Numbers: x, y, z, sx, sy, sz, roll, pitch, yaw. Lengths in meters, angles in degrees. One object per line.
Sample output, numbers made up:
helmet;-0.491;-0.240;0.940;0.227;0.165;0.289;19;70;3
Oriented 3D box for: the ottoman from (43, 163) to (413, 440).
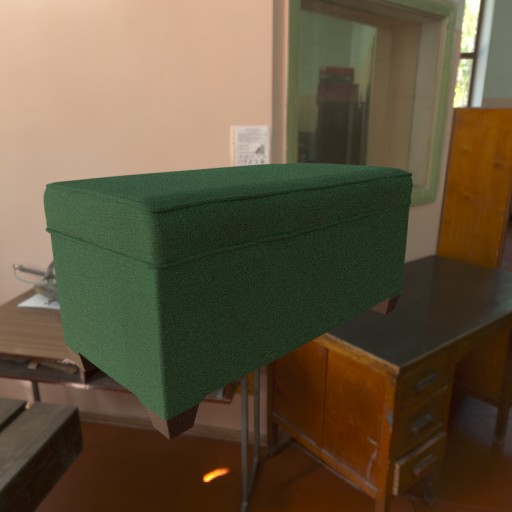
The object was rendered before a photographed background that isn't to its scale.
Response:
ottoman;0.000;0.000;1.222;0.483;0.471;0.957;15;22;42
